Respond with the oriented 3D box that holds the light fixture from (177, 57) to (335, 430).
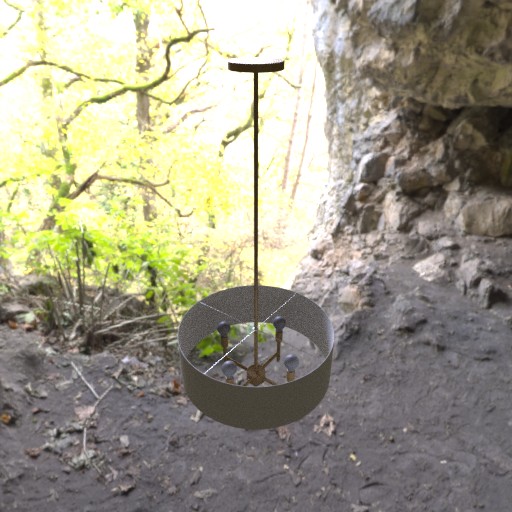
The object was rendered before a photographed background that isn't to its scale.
[{"bbox_3d":[0.000,0.000,1.312,0.508,1.067,0.508,0,30,0],"label":"light fixture"}]
